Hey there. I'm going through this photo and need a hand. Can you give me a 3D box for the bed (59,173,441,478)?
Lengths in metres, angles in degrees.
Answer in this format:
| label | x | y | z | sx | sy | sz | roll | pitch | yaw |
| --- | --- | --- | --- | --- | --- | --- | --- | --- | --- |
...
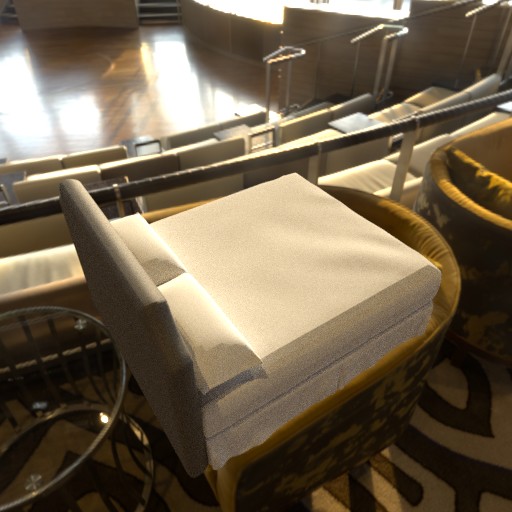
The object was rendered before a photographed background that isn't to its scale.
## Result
| label | x | y | z | sx | sy | sz | roll | pitch | yaw |
| --- | --- | --- | --- | --- | --- | --- | --- | --- | --- |
| bed | 0.000 | 0.000 | 3.856 | 2.536 | 1.561 | 2.194 | -24 | 46 | -25 |
